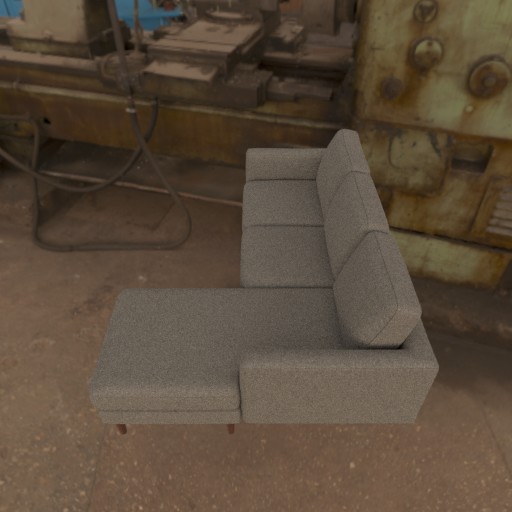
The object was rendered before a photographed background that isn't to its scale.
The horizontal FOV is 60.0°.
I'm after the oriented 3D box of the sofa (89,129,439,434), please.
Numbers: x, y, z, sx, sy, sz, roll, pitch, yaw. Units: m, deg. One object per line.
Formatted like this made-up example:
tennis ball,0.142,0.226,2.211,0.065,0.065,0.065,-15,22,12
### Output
sofa,0.000,0.000,2.906,1.667,0.957,2.055,0,42,0
